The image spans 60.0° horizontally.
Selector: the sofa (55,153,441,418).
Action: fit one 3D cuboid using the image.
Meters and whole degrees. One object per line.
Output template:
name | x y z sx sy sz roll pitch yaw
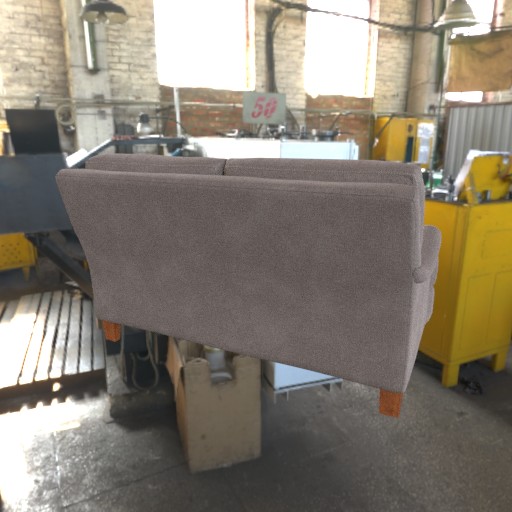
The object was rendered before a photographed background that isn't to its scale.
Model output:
sofa | 0.000 0.000 2.456 1.853 1.101 1.084 8 17 26
